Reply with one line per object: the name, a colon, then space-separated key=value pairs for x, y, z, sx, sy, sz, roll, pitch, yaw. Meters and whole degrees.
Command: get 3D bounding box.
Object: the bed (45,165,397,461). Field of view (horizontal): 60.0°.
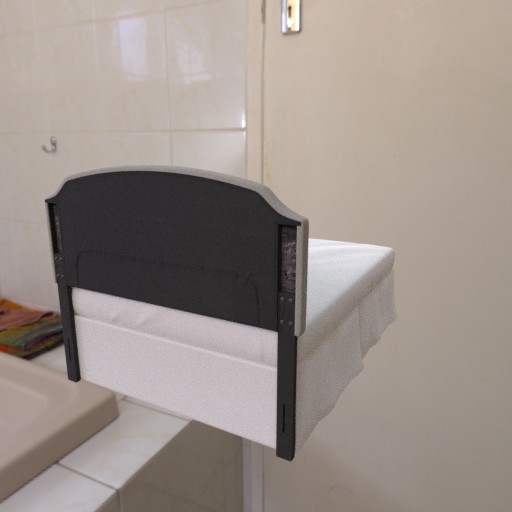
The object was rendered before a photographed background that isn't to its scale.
bed: x=0.000 y=0.000 z=2.990 sx=1.558 sy=1.270 sz=1.999 roll=8 pitch=16 yaw=28
